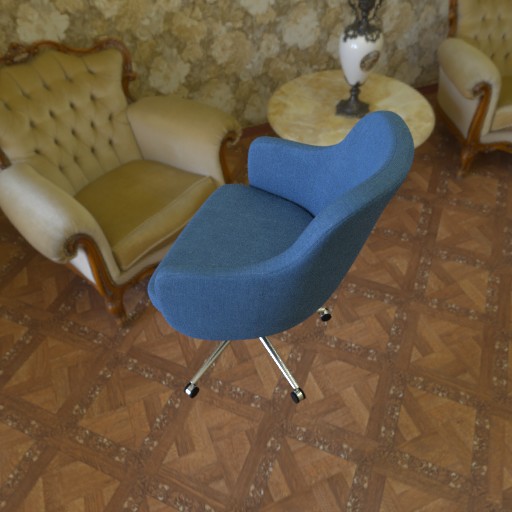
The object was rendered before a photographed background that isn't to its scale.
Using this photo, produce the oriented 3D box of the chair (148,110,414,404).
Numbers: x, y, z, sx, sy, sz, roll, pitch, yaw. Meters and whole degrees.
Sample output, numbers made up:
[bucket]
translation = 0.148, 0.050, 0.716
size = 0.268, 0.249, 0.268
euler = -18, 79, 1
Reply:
[chair]
translation = 0.000, 0.000, 1.234
size = 0.655, 0.820, 0.599
euler = 16, 49, 15
